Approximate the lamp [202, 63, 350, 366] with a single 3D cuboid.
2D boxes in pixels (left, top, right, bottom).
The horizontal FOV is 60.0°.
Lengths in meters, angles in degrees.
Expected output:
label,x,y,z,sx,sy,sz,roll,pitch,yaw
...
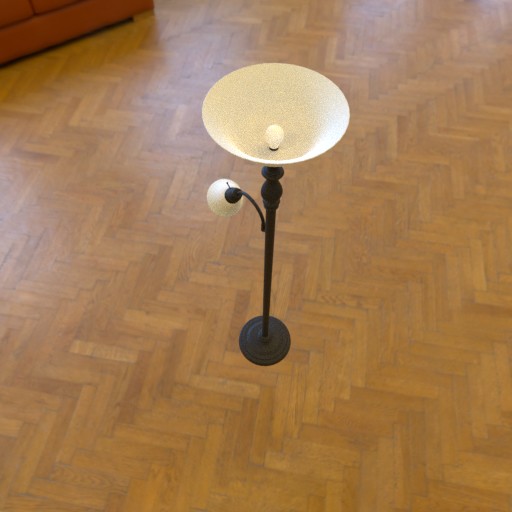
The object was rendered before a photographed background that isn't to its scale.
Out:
label,x,y,z,sx,sy,sz,roll,pitch,yaw
lamp,0.000,0.000,2.022,0.405,1.793,0.588,-32,64,-18
